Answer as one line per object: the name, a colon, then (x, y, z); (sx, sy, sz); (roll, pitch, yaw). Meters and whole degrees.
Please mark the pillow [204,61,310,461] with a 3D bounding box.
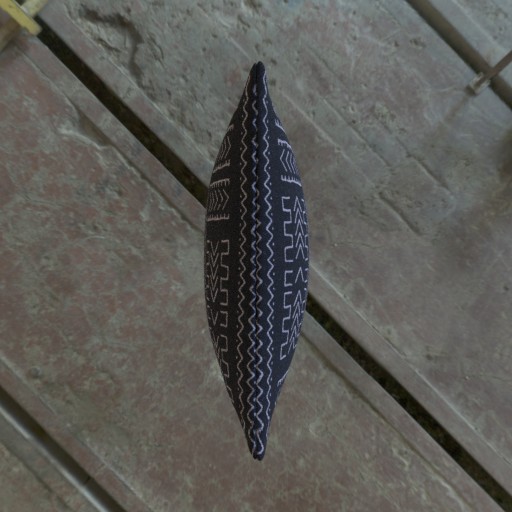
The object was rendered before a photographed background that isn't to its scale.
pillow: (0.000, 0.000, 0.683); (0.164, 0.430, 0.438); (0, 91, 0)
